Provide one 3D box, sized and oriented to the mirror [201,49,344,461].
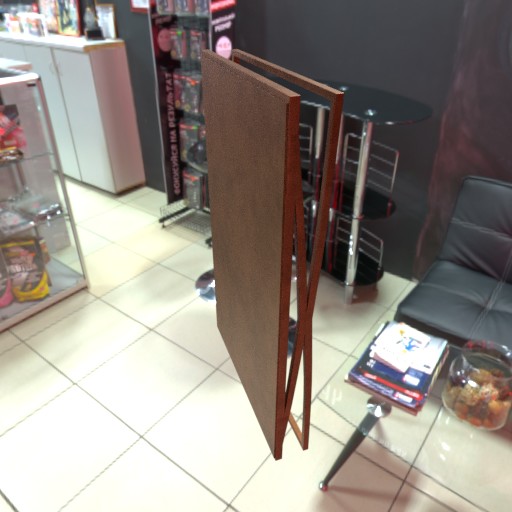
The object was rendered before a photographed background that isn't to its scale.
[{"bbox_3d":[0.000,0.000,0.964,0.082,0.768,0.468,-11,34,-17],"label":"mirror"}]
